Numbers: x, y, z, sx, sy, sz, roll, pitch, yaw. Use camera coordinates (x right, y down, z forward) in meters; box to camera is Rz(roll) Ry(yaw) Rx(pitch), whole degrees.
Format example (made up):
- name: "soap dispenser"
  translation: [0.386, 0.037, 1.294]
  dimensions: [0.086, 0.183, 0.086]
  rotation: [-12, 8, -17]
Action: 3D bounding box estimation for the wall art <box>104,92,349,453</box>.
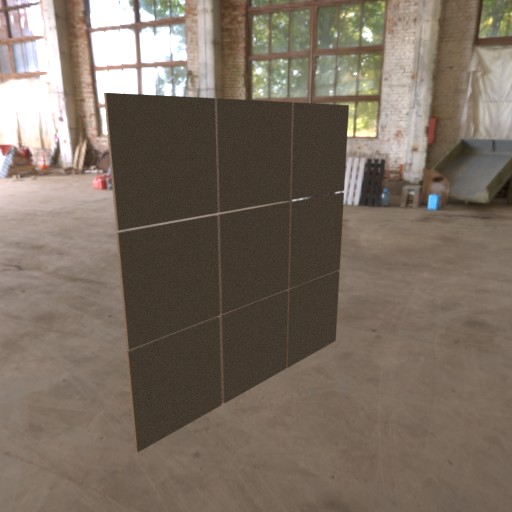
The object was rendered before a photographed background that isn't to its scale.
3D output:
- name: "wall art"
  translation: [0.000, 0.000, 1.833]
  dimensions: [0.013, 1.216, 1.216]
  rotation: [16, 23, 43]
